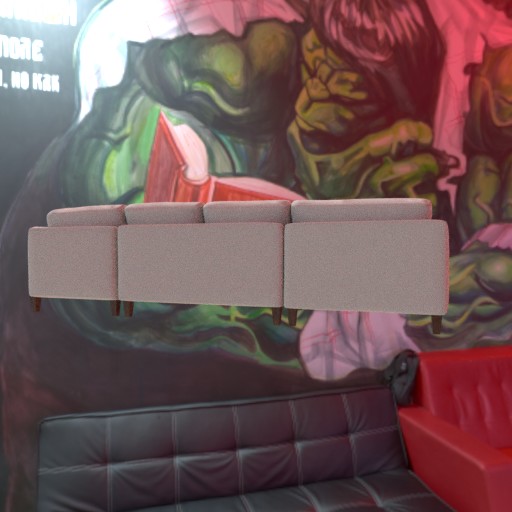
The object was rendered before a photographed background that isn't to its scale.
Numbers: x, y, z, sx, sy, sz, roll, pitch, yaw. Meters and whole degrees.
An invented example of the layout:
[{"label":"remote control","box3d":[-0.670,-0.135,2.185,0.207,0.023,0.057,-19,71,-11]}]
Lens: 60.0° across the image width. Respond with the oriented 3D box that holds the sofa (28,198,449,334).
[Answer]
[{"label":"sofa","box3d":[0.000,0.000,4.595,3.459,0.956,2.593,0,1,17]}]
